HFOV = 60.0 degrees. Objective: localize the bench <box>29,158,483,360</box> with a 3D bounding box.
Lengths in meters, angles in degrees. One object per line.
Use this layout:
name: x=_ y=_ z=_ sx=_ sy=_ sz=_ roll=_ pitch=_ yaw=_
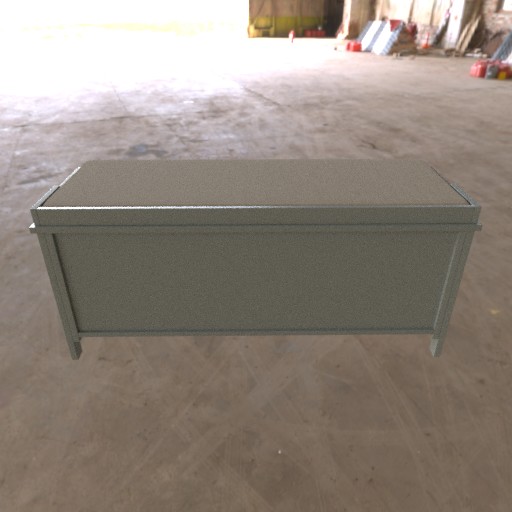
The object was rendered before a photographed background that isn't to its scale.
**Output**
bench: x=0.000 y=0.000 z=1.387 sx=1.140 sy=0.501 sz=0.398 roll=0 pitch=30 yaw=-1
